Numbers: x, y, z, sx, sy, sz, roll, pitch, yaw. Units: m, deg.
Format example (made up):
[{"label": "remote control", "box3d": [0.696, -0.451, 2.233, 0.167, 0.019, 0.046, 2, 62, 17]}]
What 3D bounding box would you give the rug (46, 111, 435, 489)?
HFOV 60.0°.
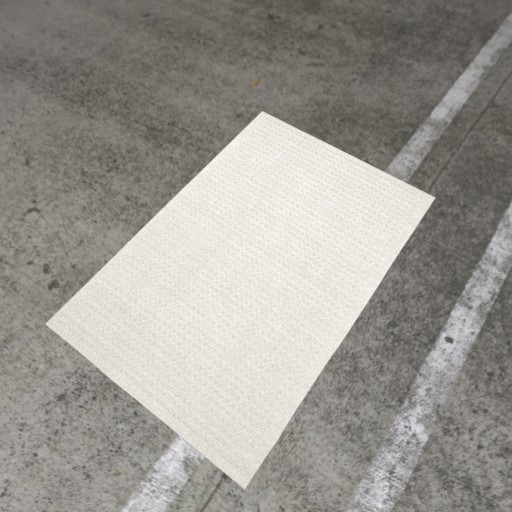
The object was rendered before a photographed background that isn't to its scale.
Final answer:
[{"label": "rug", "box3d": [0.000, 0.000, 2.939, 1.523, 0.006, 2.289, 32, 65, 17]}]
